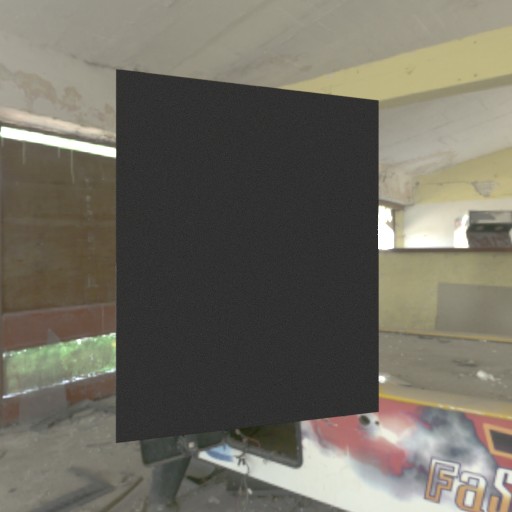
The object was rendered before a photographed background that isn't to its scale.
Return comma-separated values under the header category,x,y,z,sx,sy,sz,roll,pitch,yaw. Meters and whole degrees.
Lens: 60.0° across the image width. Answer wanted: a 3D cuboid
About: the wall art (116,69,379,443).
category,x,y,z,sx,sy,sz,roll,pitch,yaw
wall art,0.000,0.000,0.811,0.489,0.608,0.040,0,0,-17
